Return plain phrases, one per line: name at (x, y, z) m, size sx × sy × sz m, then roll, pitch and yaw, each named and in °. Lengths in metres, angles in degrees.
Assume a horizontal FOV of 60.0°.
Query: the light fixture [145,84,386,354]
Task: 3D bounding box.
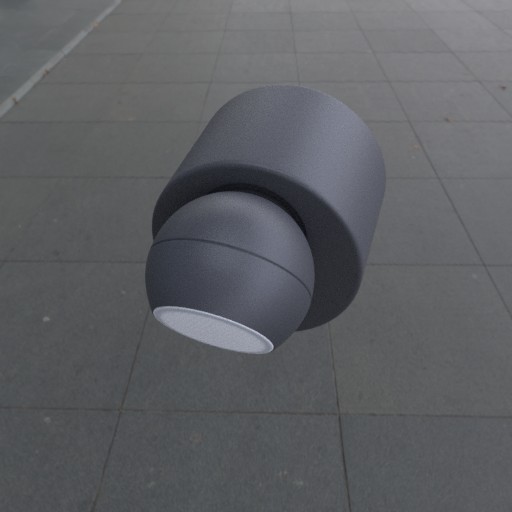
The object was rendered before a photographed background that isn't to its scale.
light fixture at (0.000, 0.000, 0.260) m, size 0.134 × 0.143 × 0.160 m, roll 11°, pitch 43°, yaw 12°
